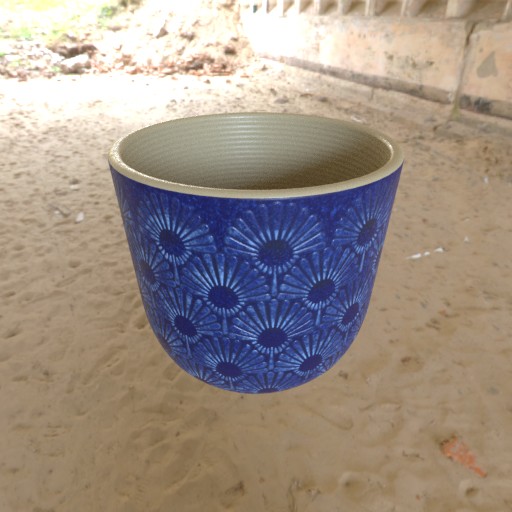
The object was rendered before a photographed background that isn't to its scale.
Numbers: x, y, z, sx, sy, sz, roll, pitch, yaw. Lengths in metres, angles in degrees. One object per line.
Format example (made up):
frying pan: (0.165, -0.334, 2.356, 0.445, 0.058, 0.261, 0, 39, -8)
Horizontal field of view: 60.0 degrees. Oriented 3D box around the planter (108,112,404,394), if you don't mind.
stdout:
planter: (0.000, 0.000, 0.366, 0.206, 0.190, 0.206, 0, 29, 0)
